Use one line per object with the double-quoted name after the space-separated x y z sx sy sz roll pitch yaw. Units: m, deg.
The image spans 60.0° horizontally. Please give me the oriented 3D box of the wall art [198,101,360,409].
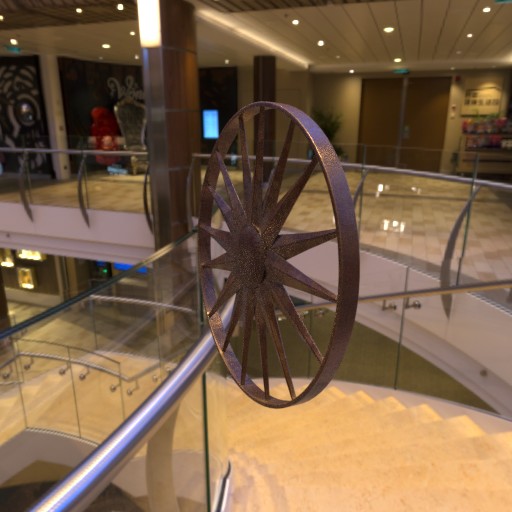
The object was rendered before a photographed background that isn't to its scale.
0.000 0.000 0.884 0.084 0.583 0.582 -9 19 -26 "wall art"
